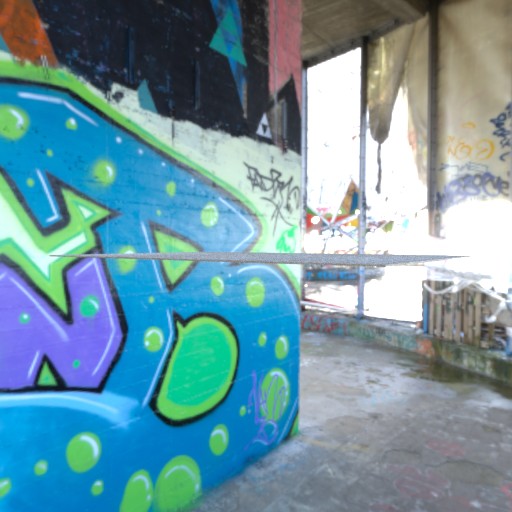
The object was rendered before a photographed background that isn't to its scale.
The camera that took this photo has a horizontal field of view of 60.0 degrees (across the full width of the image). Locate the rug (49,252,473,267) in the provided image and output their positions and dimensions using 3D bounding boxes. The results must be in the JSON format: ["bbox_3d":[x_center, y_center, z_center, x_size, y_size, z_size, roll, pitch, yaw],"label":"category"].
[{"bbox_3d":[0.000,0.000,2.297,1.827,0.006,1.221,1,2,37],"label":"rug"}]
